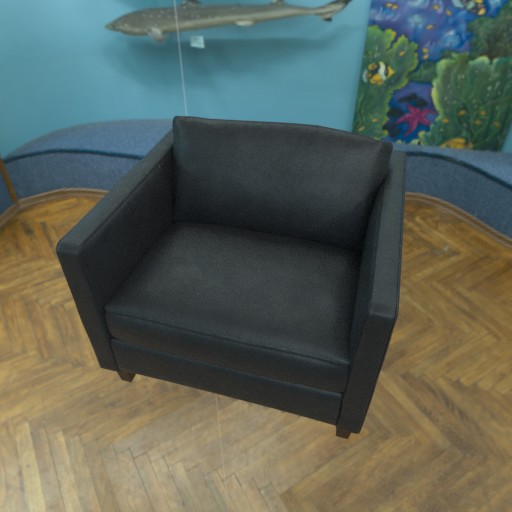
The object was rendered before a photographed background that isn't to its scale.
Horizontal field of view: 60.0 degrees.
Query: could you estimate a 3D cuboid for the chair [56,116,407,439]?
[{"bbox_3d":[0.000,0.000,1.589,0.939,0.811,0.862,10,42,12],"label":"chair"}]
